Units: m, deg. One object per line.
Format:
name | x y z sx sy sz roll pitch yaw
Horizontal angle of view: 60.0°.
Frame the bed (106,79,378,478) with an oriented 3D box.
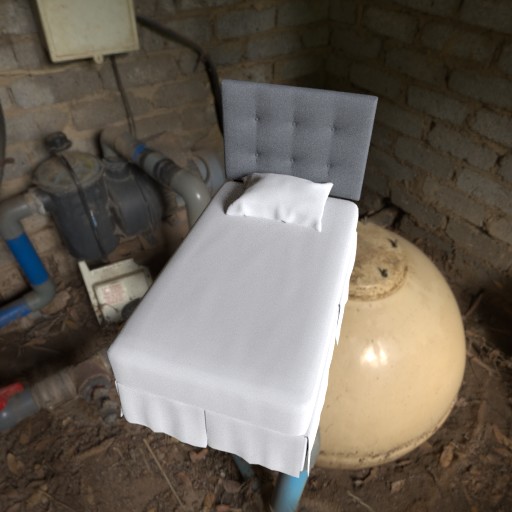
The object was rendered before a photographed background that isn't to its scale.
bed | 0.000 0.000 2.954 1.261 1.571 1.997 12 42 13
